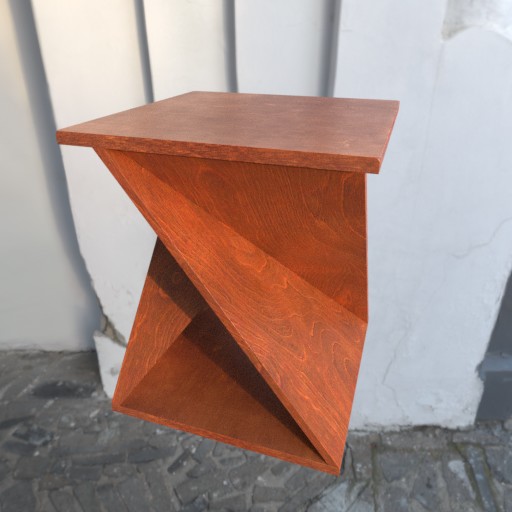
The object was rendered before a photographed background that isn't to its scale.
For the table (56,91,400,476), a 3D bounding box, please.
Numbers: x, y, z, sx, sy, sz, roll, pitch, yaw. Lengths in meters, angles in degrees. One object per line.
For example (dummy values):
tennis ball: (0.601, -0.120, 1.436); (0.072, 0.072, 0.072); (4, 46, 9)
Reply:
table: (0.000, 0.000, 0.835); (0.427, 0.520, 0.427); (9, 29, 17)
